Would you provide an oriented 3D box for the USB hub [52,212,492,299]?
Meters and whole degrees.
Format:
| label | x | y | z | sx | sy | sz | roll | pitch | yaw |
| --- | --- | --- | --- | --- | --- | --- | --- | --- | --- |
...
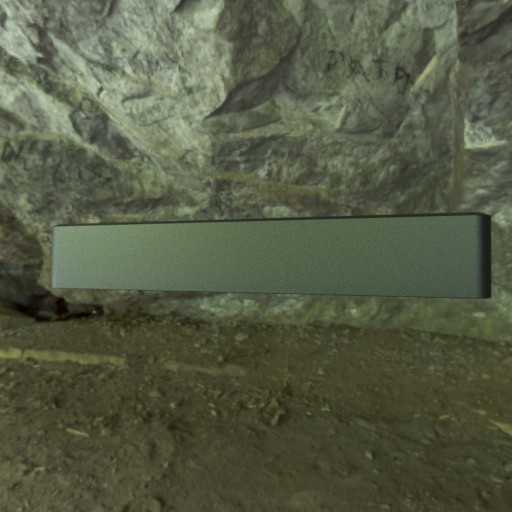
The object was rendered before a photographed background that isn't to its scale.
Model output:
| label | x | y | z | sx | sy | sz | roll | pitch | yaw |
| --- | --- | --- | --- | --- | --- | --- | --- | --- | --- |
| USB hub | 0.000 | 0.000 | 0.159 | 0.145 | 0.023 | 0.044 | 0 | 0 | 18 |
